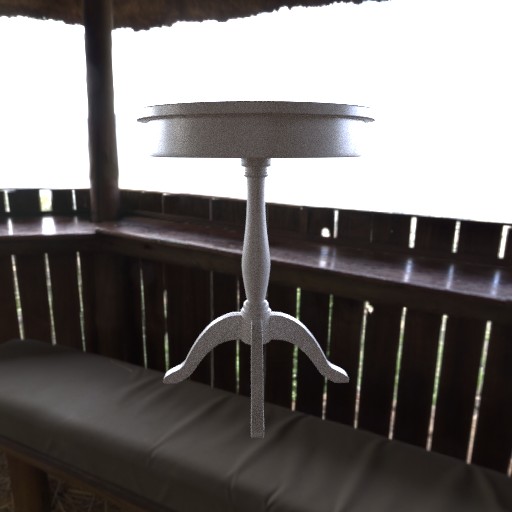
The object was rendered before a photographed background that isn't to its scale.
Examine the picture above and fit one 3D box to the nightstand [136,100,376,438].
[{"bbox_3d":[0.000,0.000,1.053,0.513,0.653,0.513,2,14,8],"label":"nightstand"}]
